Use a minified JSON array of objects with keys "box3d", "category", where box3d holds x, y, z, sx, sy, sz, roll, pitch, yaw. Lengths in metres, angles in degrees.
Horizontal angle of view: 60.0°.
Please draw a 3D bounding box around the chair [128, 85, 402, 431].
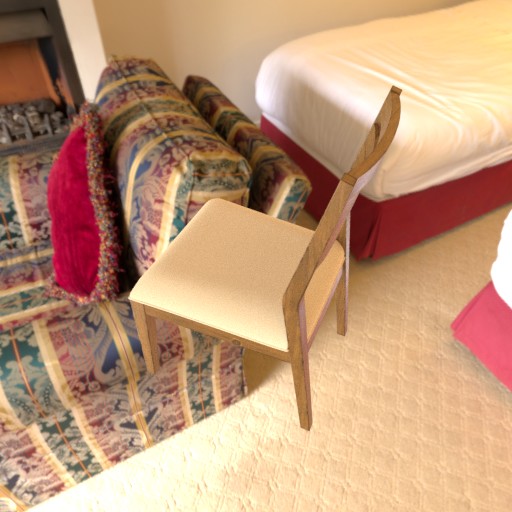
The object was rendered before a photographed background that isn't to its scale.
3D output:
[{"box3d":[0.000,0.000,1.297,0.610,0.939,0.497,17,47,17],"category":"chair"}]
